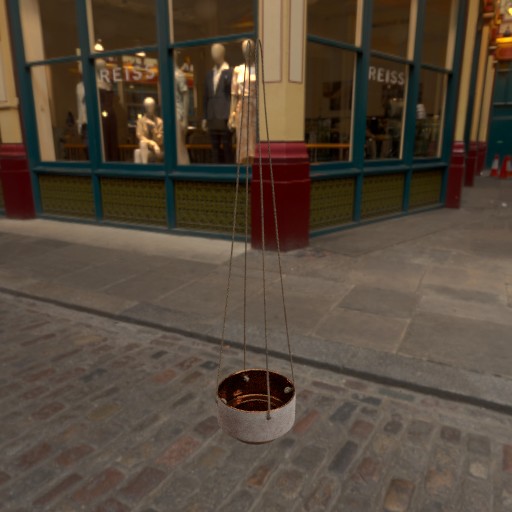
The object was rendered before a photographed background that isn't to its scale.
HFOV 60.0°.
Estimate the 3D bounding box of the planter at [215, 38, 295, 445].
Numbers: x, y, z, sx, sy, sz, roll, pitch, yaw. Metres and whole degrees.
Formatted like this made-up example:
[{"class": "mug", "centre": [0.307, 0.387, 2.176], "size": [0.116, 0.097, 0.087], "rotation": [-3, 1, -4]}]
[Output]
[{"class": "planter", "centre": [0.000, 0.000, 1.149], "size": [0.223, 1.030, 0.223], "rotation": [8, 17, 26]}]
